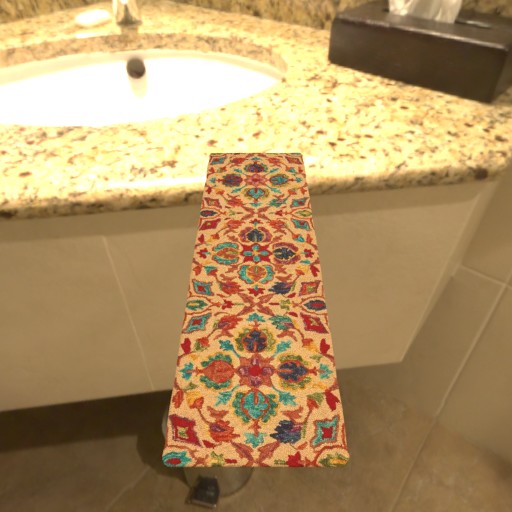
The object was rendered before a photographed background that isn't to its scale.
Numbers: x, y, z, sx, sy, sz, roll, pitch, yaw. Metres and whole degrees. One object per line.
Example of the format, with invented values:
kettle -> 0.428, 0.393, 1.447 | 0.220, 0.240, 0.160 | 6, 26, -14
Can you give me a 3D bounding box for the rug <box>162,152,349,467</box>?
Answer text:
rug -> 0.000, 0.000, 2.449 | 0.693, 0.016, 2.273 | 0, 42, 0
